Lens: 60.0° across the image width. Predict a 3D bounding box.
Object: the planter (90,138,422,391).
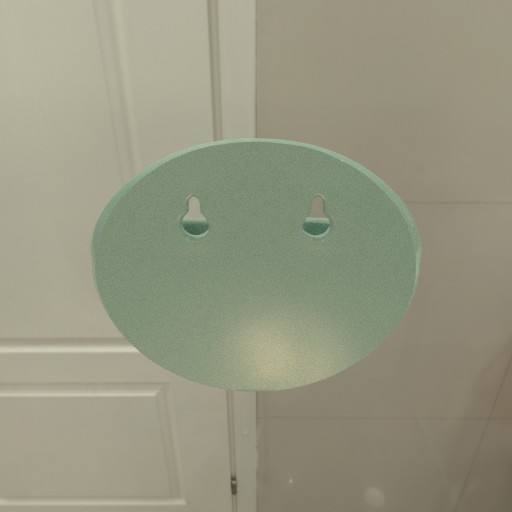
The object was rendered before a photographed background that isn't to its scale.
[{"bbox_3d":[0.000,0.000,0.279,0.189,0.164,0.073,0,29,0],"label":"planter"}]
